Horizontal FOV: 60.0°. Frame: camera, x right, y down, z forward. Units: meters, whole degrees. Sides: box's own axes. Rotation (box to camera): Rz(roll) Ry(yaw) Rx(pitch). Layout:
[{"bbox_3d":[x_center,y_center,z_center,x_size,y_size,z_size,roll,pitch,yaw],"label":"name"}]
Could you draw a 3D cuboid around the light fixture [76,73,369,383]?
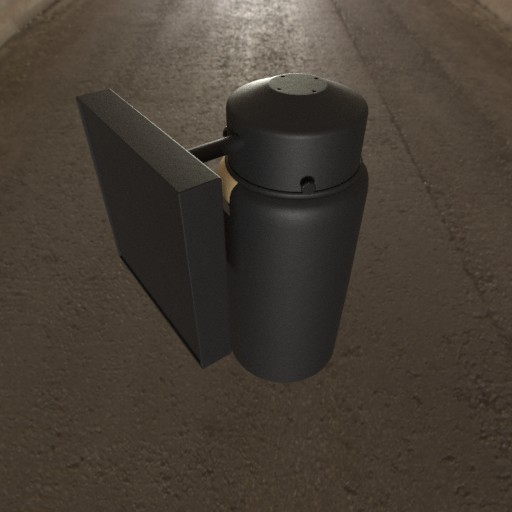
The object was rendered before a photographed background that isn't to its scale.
[{"bbox_3d":[0.000,0.000,0.351,0.176,0.257,0.130,-26,48,-26],"label":"light fixture"}]
